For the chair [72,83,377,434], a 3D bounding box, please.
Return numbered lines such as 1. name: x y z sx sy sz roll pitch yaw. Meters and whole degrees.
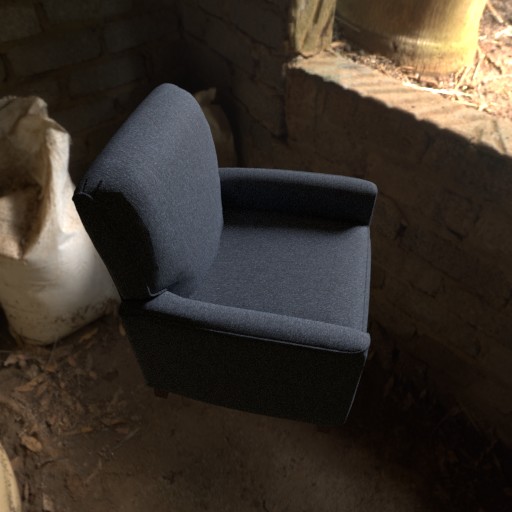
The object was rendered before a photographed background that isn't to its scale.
1. chair: 0.000 0.000 1.611 0.850 1.016 0.839 9 47 9
